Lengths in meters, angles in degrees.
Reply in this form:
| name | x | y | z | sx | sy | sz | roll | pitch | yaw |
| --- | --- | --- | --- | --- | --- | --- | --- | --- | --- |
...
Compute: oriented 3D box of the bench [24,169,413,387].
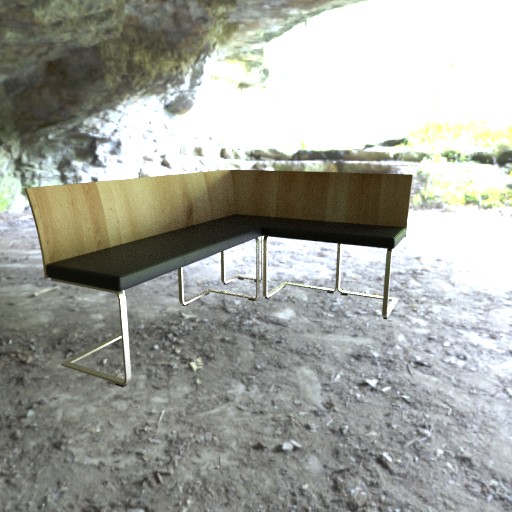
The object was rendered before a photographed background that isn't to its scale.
| name | x | y | z | sx | sy | sz | roll | pitch | yaw |
| --- | --- | --- | --- | --- | --- | --- | --- | --- | --- |
| bench | 0.000 | 0.000 | 2.739 | 1.495 | 0.930 | 1.945 | 7 | 16 | 26 |
